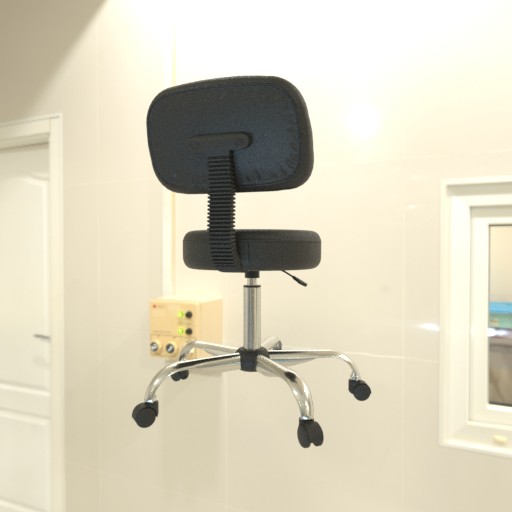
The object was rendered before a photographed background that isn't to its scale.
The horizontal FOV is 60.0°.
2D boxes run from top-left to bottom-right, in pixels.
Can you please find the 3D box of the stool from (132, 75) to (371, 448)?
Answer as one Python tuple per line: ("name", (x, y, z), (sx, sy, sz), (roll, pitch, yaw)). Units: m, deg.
("stool", (0.000, 0.000, 1.338), (0.673, 0.862, 0.648), (0, 1, 17))
